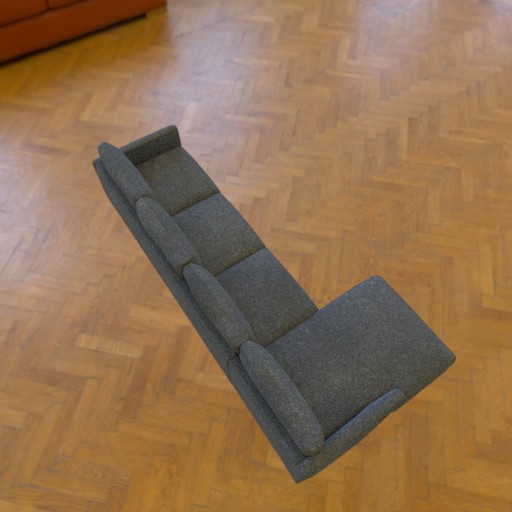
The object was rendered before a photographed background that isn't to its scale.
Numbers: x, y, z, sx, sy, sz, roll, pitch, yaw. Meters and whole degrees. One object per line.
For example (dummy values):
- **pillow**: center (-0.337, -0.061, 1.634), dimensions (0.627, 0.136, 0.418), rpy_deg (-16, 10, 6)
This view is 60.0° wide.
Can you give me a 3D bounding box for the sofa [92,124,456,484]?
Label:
- **sofa**: center (0.000, 0.000, 3.428), dimensions (1.350, 0.810, 2.932), rpy_deg (-31, 64, -17)
